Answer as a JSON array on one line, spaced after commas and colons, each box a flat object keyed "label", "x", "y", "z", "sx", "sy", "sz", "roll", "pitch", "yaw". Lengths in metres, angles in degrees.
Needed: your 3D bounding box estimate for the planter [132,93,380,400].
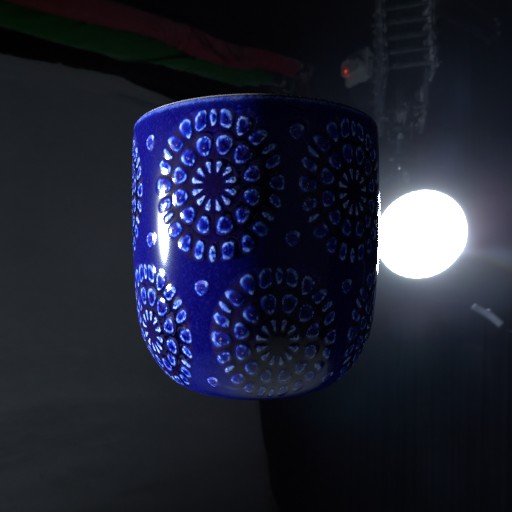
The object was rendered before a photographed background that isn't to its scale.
[{"label": "planter", "x": 0.000, "y": 0.000, "z": 0.203, "sx": 0.109, "sy": 0.112, "sz": 0.109, "roll": 0, "pitch": 1, "yaw": 0}]
